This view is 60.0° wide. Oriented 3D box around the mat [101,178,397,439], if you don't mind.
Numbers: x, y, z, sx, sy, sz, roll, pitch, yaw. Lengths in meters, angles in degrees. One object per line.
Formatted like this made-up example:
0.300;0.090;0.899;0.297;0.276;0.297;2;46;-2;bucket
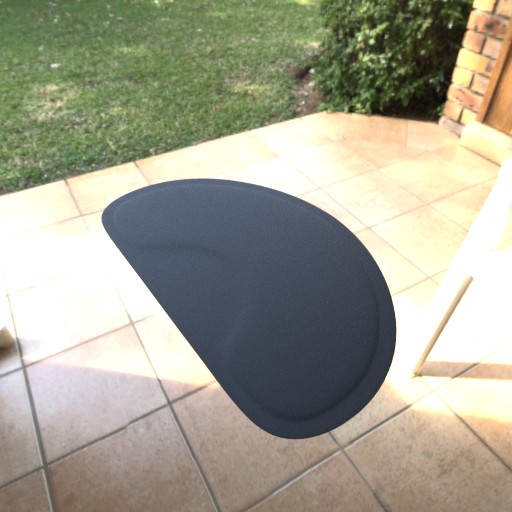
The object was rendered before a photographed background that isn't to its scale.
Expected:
0.000;0.000;1.883;0.913;0.013;1.524;-26;48;-26;mat
